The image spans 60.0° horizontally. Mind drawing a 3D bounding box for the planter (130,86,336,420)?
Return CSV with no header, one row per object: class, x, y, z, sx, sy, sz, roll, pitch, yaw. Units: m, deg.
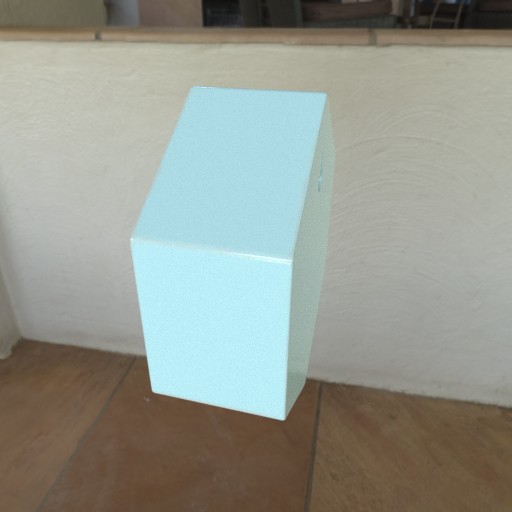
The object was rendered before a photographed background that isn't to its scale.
planter,0.000,0.000,0.290,0.078,0.207,0.169,7,30,13
